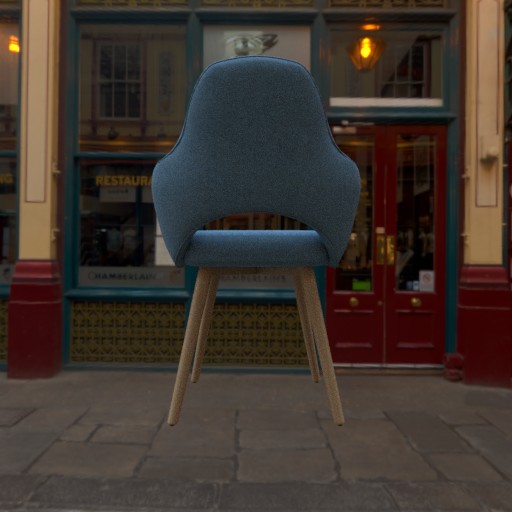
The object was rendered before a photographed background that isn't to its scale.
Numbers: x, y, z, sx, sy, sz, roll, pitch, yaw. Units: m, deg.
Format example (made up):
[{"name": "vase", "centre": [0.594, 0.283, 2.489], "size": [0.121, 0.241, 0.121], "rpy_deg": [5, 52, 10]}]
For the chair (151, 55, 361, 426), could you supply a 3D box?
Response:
[{"name": "chair", "centre": [0.000, 0.000, 1.331], "size": [0.589, 0.920, 0.666], "rpy_deg": [0, -1, 0]}]
